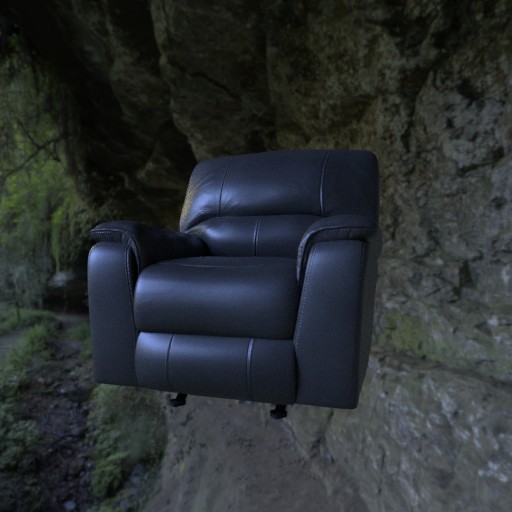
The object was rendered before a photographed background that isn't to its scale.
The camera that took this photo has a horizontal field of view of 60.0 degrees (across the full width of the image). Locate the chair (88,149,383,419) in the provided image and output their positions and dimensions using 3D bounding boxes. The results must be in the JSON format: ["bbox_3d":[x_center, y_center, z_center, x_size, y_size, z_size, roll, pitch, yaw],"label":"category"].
[{"bbox_3d":[0.000,0.000,1.971,1.096,1.109,1.087,0,0,18],"label":"chair"}]
